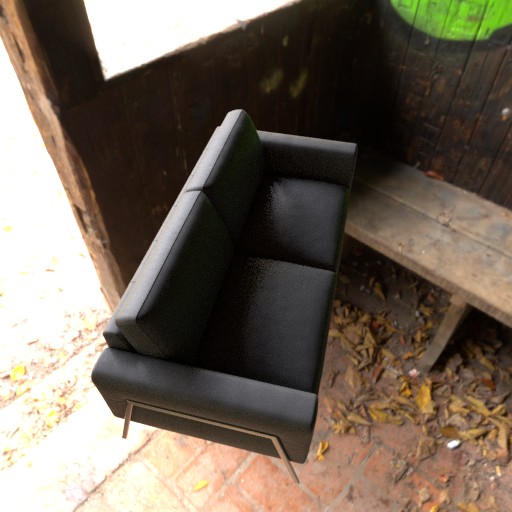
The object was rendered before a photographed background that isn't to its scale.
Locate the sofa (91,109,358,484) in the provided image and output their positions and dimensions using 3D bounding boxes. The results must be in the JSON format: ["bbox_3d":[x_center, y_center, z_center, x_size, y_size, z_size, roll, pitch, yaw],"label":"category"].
[{"bbox_3d":[0.000,0.000,2.545,0.953,0.875,2.017,10,48,9],"label":"sofa"}]
